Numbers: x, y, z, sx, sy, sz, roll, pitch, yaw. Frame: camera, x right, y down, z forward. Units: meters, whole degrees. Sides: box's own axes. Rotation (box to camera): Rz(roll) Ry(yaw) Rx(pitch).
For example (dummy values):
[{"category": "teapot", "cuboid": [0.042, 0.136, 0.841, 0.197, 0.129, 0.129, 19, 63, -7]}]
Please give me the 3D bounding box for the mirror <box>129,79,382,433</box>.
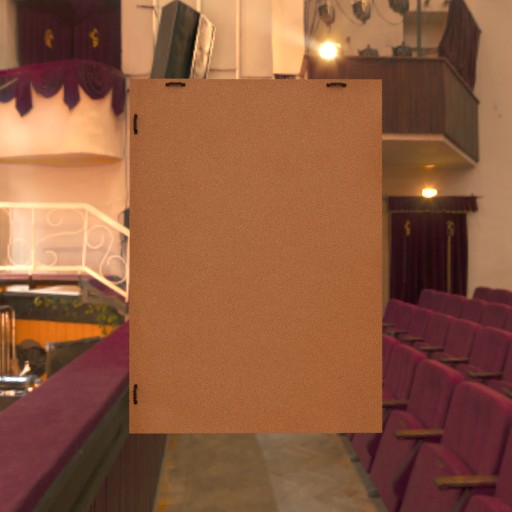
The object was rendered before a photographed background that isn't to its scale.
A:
[{"category": "mirror", "cuboid": [0.000, 0.000, 0.904, 0.507, 0.710, 0.040, 0, 0, 0]}]
